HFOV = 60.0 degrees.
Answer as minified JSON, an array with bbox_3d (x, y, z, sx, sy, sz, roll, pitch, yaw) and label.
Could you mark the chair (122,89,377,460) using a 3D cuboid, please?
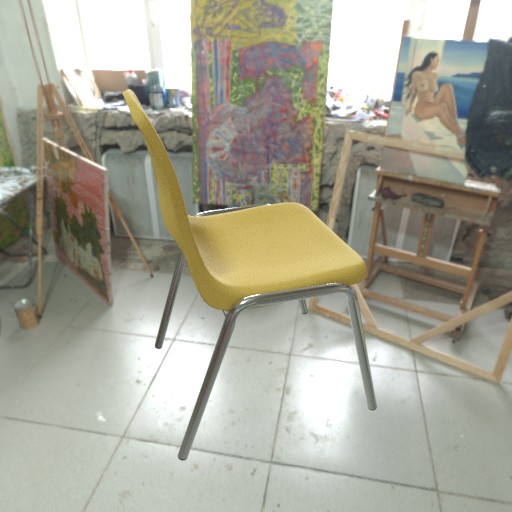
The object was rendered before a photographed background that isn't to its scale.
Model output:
[{"bbox_3d":[0.000,0.000,0.902,0.436,0.653,0.381,-10,31,-16],"label":"chair"}]
